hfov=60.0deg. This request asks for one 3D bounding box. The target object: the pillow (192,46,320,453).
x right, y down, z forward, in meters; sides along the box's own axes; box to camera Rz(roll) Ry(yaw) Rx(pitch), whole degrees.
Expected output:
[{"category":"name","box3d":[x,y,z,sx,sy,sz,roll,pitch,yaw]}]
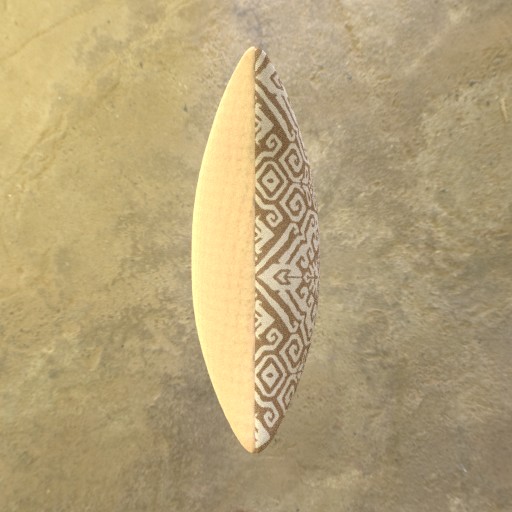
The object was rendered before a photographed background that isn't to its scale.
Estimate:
[{"category":"pillow","box3d":[0.000,0.000,0.644,0.173,0.407,0.419,0,88,1]}]
